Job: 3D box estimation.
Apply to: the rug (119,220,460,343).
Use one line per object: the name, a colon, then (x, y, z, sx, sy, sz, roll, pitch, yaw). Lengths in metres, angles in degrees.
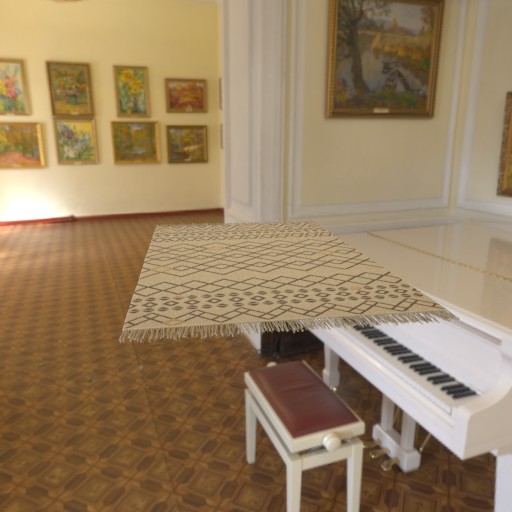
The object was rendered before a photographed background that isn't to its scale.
rug: (0.000, 0.000, 3.051, 1.495, 0.035, 2.472, -2, 15, -8)
